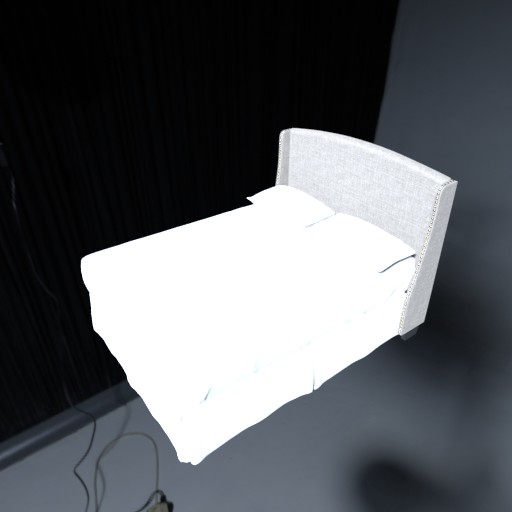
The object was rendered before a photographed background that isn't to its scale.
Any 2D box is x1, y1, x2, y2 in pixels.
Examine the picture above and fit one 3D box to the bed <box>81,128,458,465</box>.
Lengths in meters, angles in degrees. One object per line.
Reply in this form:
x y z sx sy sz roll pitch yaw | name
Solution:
0.000 0.000 3.377 2.237 1.407 1.710 -21 37 -31 | bed
